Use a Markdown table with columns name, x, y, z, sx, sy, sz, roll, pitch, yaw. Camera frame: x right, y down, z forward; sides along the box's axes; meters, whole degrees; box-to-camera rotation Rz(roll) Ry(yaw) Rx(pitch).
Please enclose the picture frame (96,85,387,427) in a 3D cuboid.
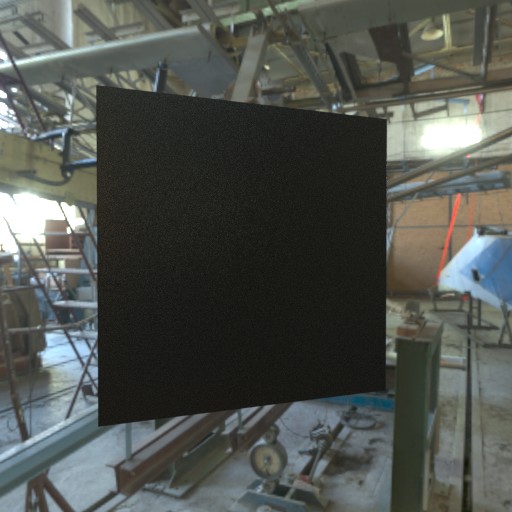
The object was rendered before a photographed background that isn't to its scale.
| name | x | y | z | sx | sy | sz | roll | pitch | yaw |
| --- | --- | --- | --- | --- | --- | --- | --- | --- | --- |
| picture frame | 0.000 | 0.000 | 0.829 | 0.559 | 0.557 | 0.029 | 0 | 1 | -20 |
